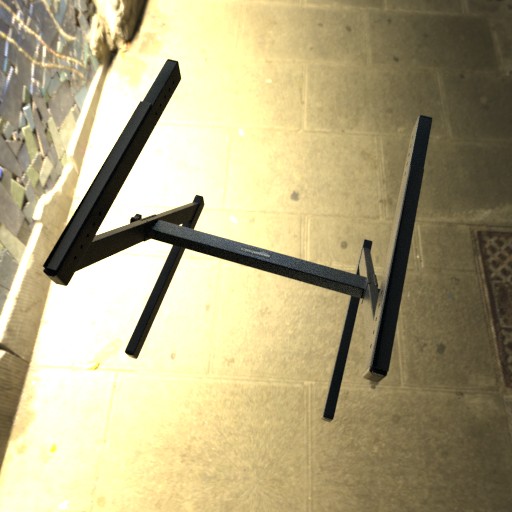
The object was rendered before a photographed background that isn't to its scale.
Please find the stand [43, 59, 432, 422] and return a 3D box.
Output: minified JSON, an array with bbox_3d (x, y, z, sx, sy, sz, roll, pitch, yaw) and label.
[{"bbox_3d":[0.000,0.000,1.147,0.700,0.617,0.586,16,64,8],"label":"stand"}]
